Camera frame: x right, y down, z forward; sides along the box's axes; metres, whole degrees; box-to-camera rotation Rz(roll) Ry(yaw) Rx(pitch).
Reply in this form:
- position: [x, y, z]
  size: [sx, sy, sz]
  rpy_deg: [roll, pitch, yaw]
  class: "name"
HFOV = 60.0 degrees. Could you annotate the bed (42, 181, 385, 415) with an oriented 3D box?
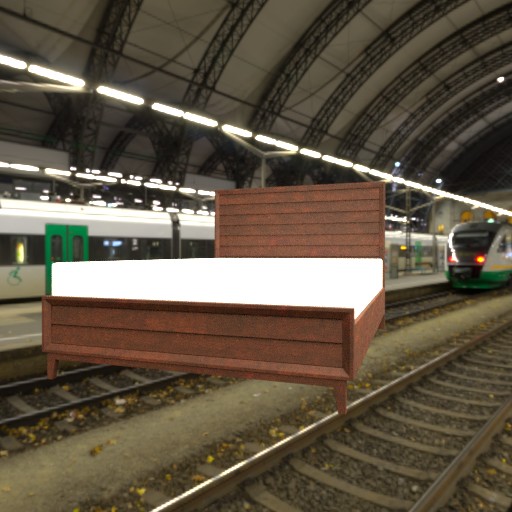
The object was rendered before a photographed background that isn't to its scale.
- position: [0.000, 0.000, 3.074]
  size: [1.600, 1.270, 2.184]
  rpy_deg: [0, 0, 19]
  class: "bed"
